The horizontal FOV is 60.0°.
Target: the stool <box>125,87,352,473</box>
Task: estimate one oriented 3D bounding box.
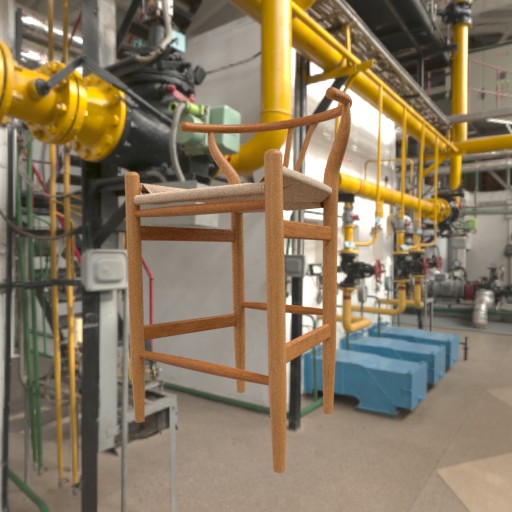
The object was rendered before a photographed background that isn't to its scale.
[{"bbox_3d":[0.000,0.000,1.350,0.569,0.970,0.579,1,1,36],"label":"stool"}]
